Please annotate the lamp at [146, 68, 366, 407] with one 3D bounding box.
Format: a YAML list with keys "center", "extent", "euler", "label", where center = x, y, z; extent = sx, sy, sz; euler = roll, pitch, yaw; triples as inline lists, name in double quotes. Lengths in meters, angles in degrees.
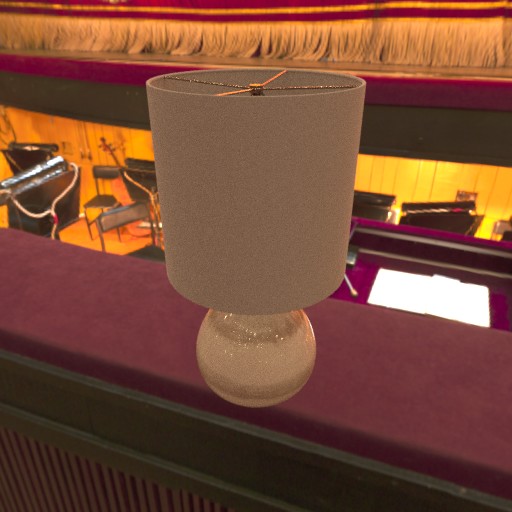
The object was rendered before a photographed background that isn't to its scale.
- center: [0.000, 0.000, 0.542]
  extent: [0.217, 0.404, 0.217]
  euler: [10, 30, 18]
  label: "lamp"
